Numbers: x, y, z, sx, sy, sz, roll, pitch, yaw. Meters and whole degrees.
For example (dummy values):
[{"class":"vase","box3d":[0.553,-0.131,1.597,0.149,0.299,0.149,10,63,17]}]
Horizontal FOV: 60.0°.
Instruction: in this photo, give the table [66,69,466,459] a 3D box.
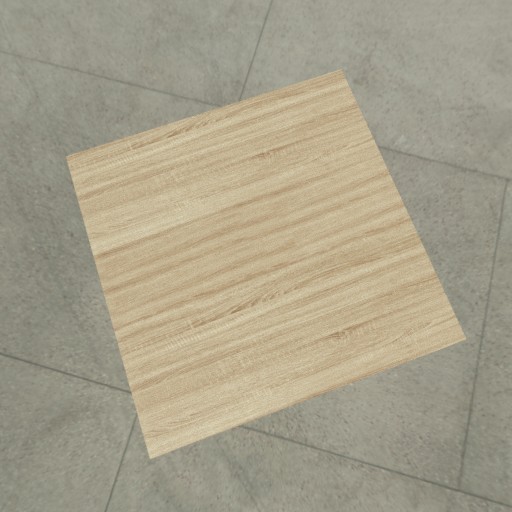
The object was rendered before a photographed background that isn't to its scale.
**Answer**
[{"class":"table","box3d":[0.000,0.000,1.408,0.890,0.305,0.890,-19,77,-5]}]
